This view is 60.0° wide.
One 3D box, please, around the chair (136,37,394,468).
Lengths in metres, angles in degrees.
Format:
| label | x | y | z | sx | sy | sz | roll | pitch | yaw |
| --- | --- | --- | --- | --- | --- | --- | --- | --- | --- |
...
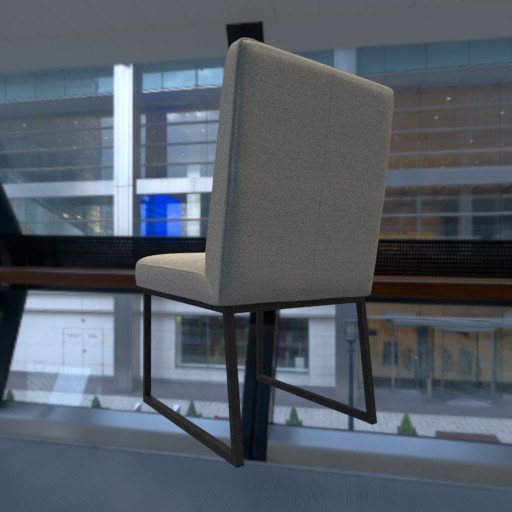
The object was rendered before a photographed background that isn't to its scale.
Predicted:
| label | x | y | z | sx | sy | sz | roll | pitch | yaw |
| --- | --- | --- | --- | --- | --- | --- | --- | --- | --- |
| chair | 0.000 | 0.000 | 1.309 | 0.520 | 0.930 | 0.634 | 0 | -1 | -35 |
